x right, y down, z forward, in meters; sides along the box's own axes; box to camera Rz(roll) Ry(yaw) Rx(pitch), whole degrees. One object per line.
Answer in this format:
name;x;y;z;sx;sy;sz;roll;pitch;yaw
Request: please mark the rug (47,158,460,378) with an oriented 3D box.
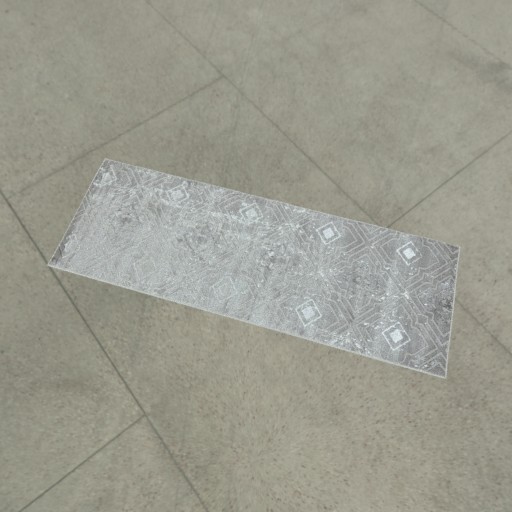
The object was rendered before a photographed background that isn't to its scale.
rug;0.000;0.000;2.704;2.381;0.035;0.832;15;66;7
